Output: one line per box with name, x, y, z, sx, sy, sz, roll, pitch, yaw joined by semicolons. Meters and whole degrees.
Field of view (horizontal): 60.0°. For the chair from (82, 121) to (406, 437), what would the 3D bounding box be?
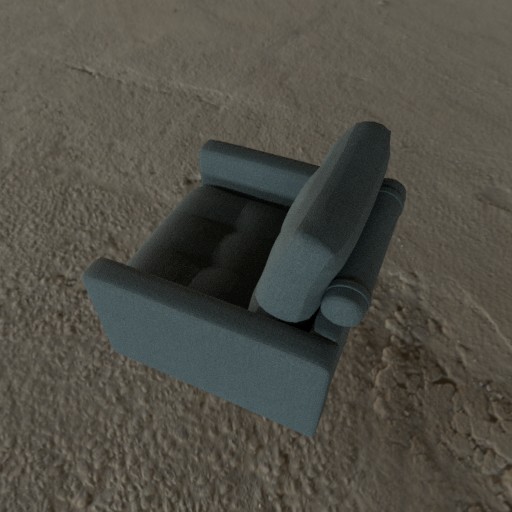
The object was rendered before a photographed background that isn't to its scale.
chair;0.000;0.000;1.552;0.843;0.880;0.821;18;50;16
